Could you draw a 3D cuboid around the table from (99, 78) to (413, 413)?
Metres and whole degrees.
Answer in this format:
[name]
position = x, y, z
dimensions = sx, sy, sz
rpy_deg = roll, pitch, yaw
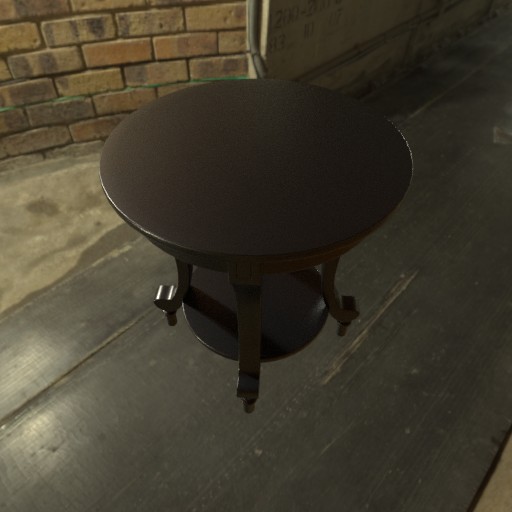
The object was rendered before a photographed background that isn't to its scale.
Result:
[table]
position = 0.000, 0.000, 1.085
dimensions = 0.597, 0.618, 0.597
rpy_deg = 0, 46, 0
